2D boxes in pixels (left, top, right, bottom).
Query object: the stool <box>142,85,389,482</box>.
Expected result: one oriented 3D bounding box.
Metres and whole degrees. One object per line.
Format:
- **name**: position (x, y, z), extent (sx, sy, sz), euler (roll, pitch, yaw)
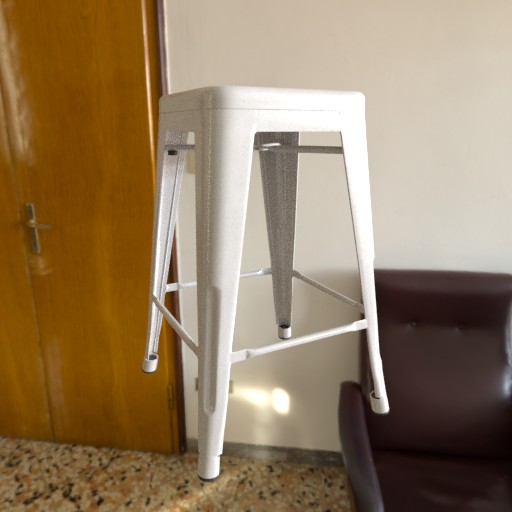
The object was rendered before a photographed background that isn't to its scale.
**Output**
- **stool**: position (0.000, 0.000, 0.886), extent (0.406, 0.610, 0.406), euler (-8, 18, -27)
